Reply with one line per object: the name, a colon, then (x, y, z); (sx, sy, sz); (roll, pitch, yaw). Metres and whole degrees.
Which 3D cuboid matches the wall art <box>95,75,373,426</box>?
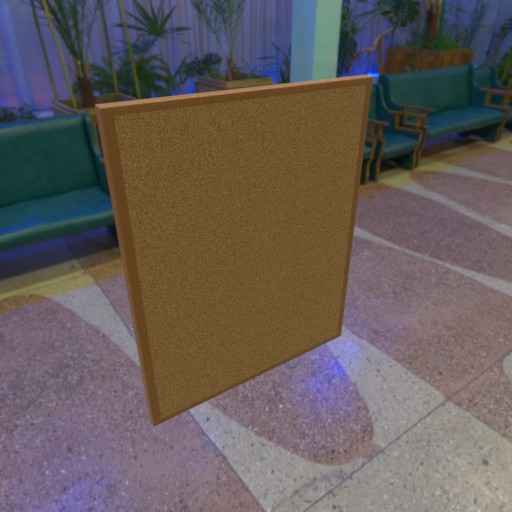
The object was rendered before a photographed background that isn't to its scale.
wall art: (0.000, 0.000, 0.770); (0.452, 0.553, 0.022); (-18, 35, -29)
